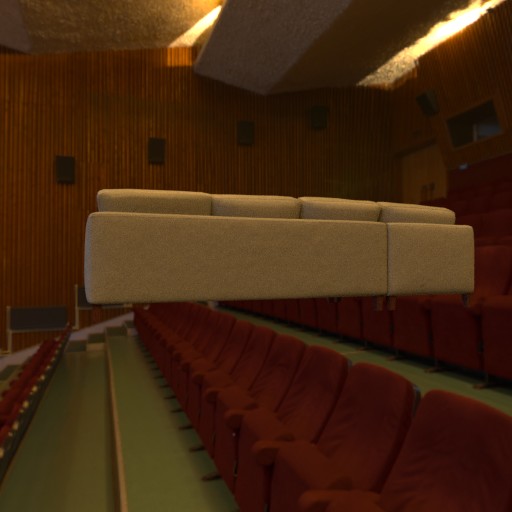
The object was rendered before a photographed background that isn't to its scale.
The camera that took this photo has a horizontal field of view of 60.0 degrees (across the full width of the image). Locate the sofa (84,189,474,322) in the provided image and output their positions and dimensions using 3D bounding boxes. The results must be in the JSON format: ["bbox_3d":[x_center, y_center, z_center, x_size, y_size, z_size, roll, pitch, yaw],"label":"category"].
[{"bbox_3d":[0.000,0.000,4.623,3.301,0.947,2.592,0,-1,-20],"label":"sofa"}]
